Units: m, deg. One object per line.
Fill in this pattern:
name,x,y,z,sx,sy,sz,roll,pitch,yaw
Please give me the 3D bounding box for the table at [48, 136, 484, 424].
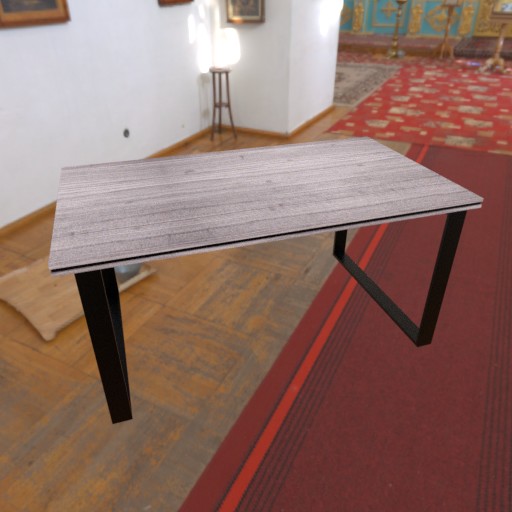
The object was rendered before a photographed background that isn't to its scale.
table,0.000,0.000,2.066,1.579,0.736,0.881,-10,33,-15
